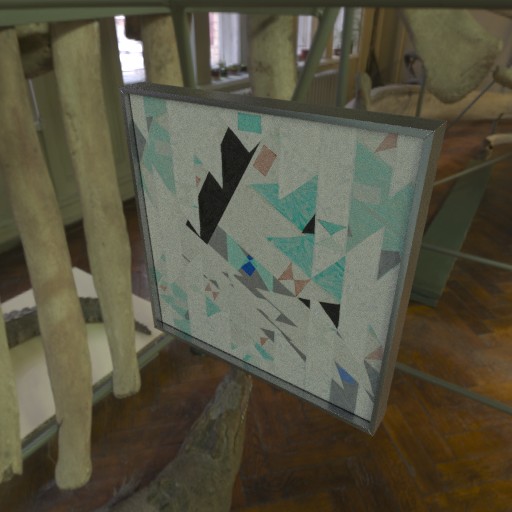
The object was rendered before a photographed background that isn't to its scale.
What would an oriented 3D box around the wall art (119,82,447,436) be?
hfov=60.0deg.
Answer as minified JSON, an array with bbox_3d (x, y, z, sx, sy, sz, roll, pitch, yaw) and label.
[{"bbox_3d":[0.000,0.000,0.519,0.350,0.350,0.038,19,35,29],"label":"wall art"}]
